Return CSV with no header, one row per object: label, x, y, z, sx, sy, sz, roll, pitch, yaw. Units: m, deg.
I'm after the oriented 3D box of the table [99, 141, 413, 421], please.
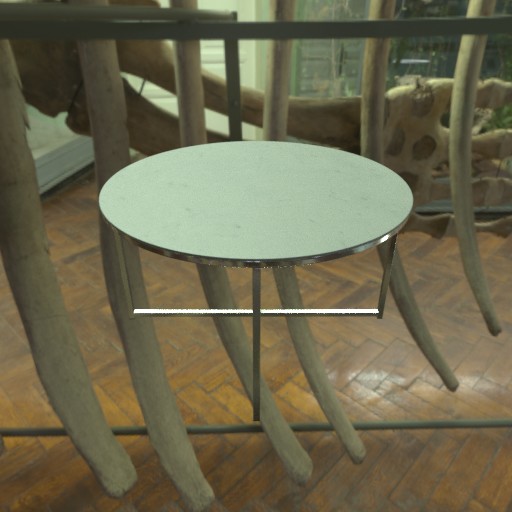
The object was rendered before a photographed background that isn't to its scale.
table,0.000,0.000,1.290,0.800,0.450,0.800,0,30,0
